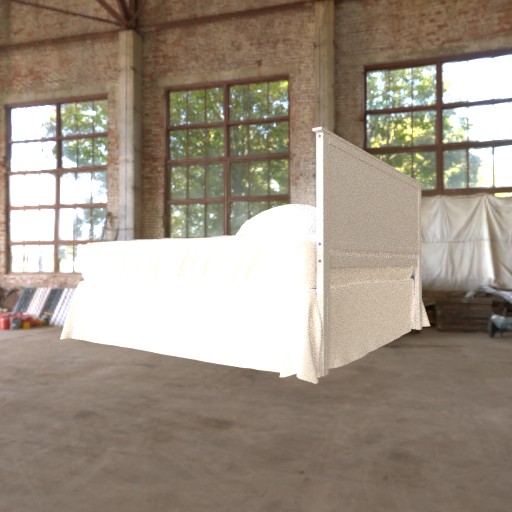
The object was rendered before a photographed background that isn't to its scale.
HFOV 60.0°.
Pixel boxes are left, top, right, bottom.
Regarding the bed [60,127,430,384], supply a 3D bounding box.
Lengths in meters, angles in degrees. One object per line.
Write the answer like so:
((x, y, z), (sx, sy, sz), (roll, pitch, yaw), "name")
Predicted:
((0.000, 0.000, 3.641), (2.215, 1.273, 2.317), (-1, -1, 35), "bed")
